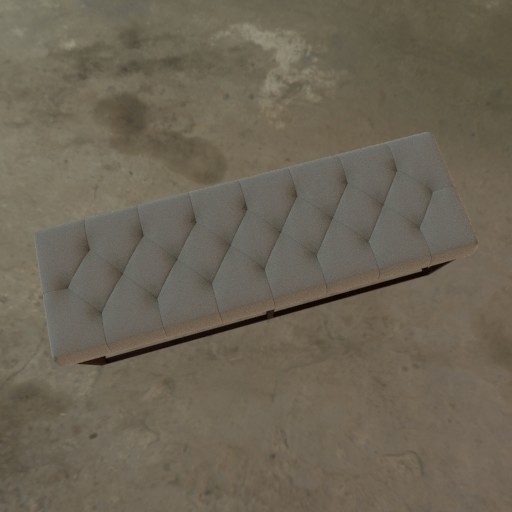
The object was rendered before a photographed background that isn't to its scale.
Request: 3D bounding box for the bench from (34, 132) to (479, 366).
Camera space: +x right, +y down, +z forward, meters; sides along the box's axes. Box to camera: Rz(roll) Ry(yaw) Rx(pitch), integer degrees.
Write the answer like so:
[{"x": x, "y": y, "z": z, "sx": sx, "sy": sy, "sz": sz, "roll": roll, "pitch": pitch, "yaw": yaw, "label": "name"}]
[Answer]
[{"x": 0.000, "y": 0.000, "z": 1.728, "sx": 1.488, "sy": 0.488, "sz": 0.479, "roll": -15, "pitch": 75, "yaw": -4, "label": "bench"}]
